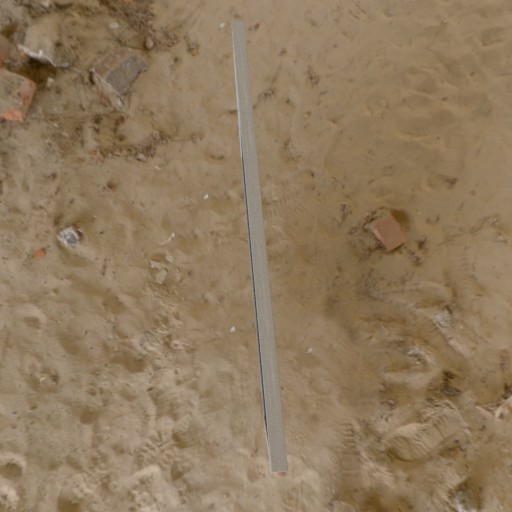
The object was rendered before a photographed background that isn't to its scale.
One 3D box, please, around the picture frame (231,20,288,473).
[{"bbox_3d":[0.000,0.000,1.205,0.029,0.640,0.950,-5,76,-1],"label":"picture frame"}]
